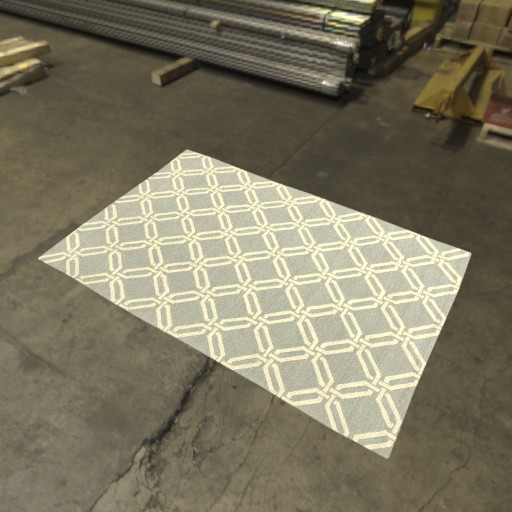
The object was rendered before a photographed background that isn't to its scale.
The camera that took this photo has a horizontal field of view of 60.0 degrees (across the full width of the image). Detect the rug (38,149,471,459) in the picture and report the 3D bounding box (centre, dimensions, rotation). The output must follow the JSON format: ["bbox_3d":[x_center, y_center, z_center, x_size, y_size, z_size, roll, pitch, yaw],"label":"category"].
[{"bbox_3d":[0.000,0.000,2.121,1.754,0.010,1.148,24,50,22],"label":"rug"}]
